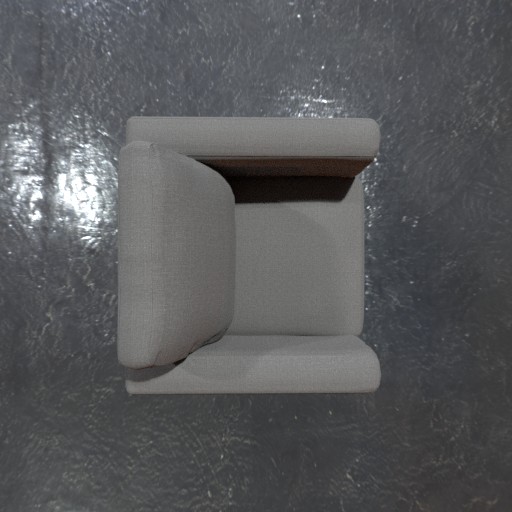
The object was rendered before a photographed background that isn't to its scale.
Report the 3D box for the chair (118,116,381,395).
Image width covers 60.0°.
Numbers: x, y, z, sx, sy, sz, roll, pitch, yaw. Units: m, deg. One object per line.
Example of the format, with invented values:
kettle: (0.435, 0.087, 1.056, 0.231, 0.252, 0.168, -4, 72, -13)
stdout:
chair: (0.000, 0.000, 1.573, 0.800, 0.927, 0.854, 0, 90, -1)
